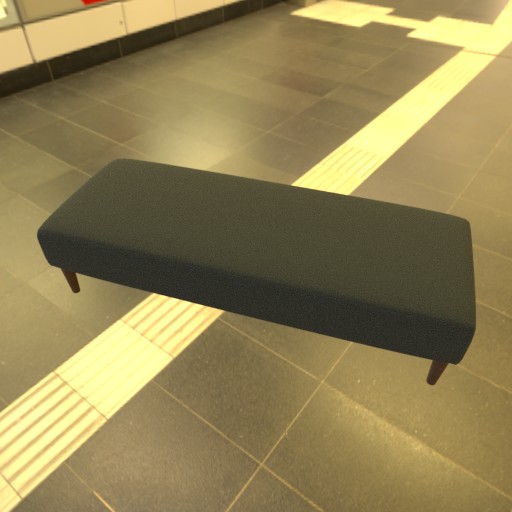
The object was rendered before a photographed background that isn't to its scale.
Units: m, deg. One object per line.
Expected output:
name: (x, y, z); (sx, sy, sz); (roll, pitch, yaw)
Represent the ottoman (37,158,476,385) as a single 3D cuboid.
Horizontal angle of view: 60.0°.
ottoman: (0.000, 0.000, 1.847); (1.609, 0.393, 0.646); (12, 43, 13)
